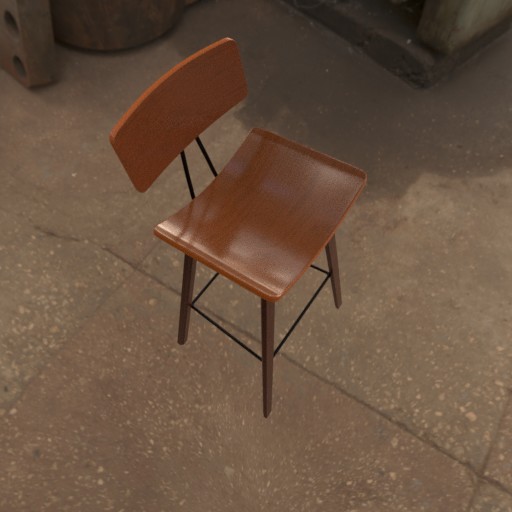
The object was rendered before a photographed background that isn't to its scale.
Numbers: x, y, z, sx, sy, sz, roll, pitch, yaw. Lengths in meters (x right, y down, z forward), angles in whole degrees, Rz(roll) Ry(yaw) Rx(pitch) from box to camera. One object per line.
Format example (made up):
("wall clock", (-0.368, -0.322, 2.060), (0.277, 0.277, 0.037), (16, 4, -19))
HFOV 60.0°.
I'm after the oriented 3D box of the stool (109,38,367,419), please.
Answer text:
("stool", (0.000, 0.000, 1.223), (0.440, 0.969, 0.509), (31, 64, 17))
